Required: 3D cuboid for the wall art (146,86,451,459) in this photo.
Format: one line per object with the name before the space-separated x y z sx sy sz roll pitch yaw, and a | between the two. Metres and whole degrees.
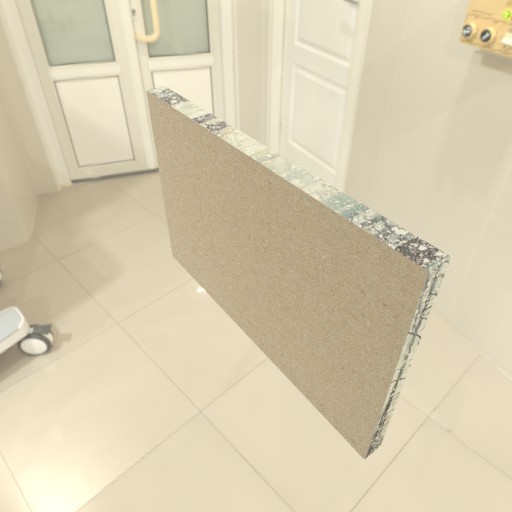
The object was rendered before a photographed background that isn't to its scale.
wall art | 0.000 0.000 0.762 0.042 0.398 0.618 -26 47 -27
